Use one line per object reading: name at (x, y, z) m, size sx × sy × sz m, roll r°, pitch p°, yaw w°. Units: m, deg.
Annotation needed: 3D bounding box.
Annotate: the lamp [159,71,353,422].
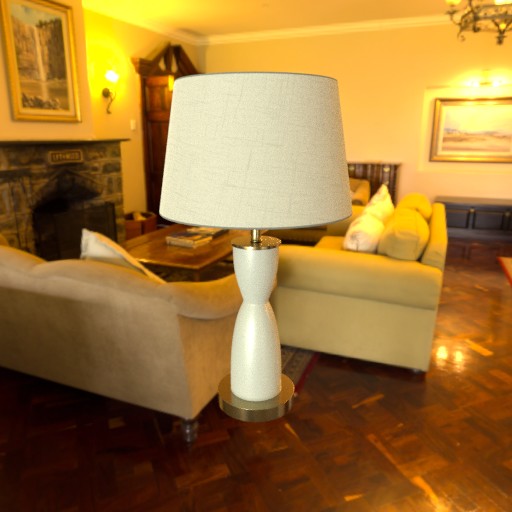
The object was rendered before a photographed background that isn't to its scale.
lamp at (0.000, 0.000, 0.744) m, size 0.309 × 0.545 × 0.309 m, roll 0°, pitch 15°, yaw 0°
